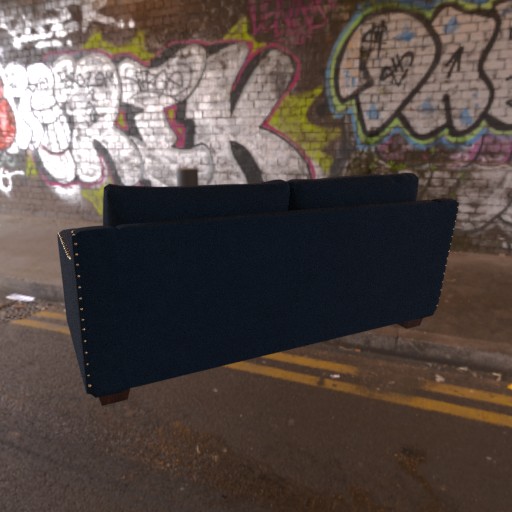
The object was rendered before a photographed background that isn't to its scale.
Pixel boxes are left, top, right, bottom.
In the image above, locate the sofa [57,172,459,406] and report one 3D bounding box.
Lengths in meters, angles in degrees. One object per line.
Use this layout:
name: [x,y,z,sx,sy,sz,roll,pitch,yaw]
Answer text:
sofa: [0.000,0.000,2.665,2.107,0.983,1.104,-7,16,-26]
